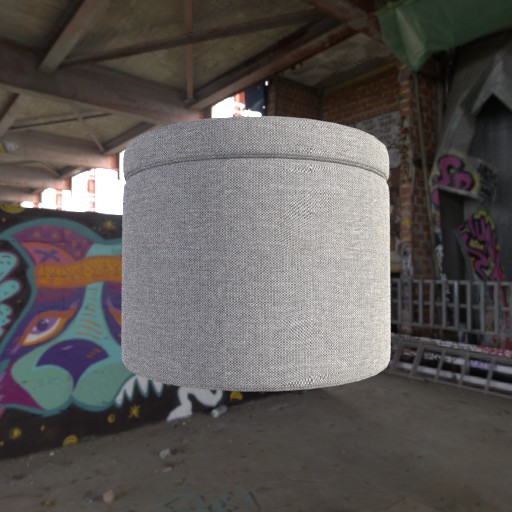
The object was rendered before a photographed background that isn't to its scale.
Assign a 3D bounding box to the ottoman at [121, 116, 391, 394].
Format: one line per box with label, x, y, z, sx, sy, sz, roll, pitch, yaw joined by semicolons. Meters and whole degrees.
ottoman;0.000;0.000;0.865;0.500;0.419;0.500;0;-2;0
